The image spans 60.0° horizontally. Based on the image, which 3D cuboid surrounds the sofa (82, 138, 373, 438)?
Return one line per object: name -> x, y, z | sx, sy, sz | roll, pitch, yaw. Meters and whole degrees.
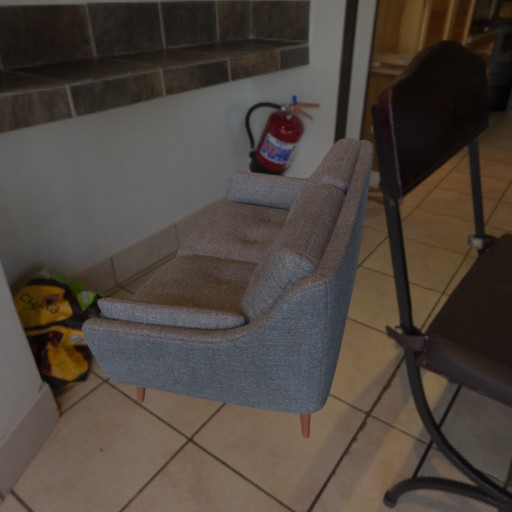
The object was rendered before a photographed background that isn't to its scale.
sofa -> 0.000, 0.000, 2.236 | 0.976, 0.887, 1.646 | 9, 32, 15
